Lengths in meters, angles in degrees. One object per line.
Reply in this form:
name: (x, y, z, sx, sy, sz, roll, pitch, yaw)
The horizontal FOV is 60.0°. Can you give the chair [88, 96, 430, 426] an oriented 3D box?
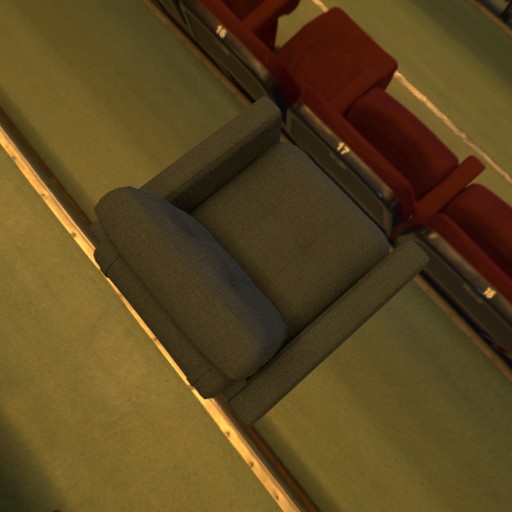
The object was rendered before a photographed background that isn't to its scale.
chair: (0.000, 0.000, 1.553, 0.843, 0.880, 0.821, -40, 78, -11)
